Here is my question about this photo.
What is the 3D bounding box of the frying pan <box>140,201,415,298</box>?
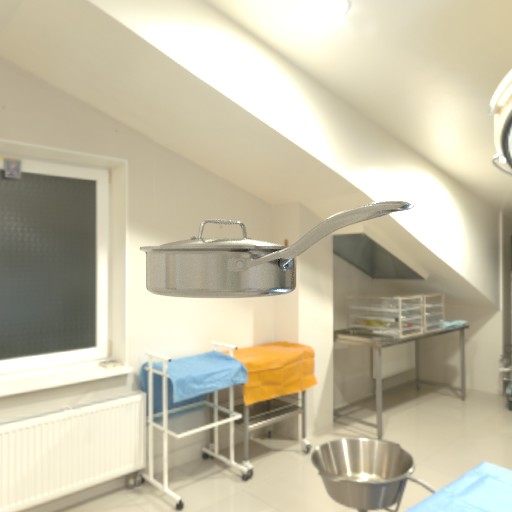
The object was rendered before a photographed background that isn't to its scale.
[{"bbox_3d":[0.000,0.000,0.610,0.245,0.111,0.492,0,0,-36],"label":"frying pan"}]
